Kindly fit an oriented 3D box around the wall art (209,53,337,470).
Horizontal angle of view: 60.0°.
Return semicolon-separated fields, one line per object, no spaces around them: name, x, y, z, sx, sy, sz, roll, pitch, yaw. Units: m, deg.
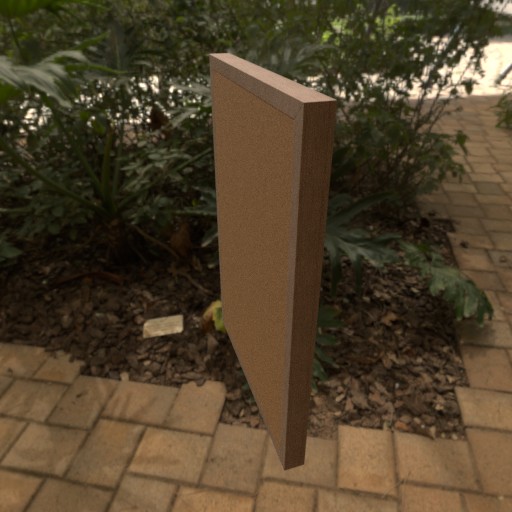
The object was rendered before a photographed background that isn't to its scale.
wall art;0.000;0.000;0.653;0.031;0.509;0.356;-10;32;-15
